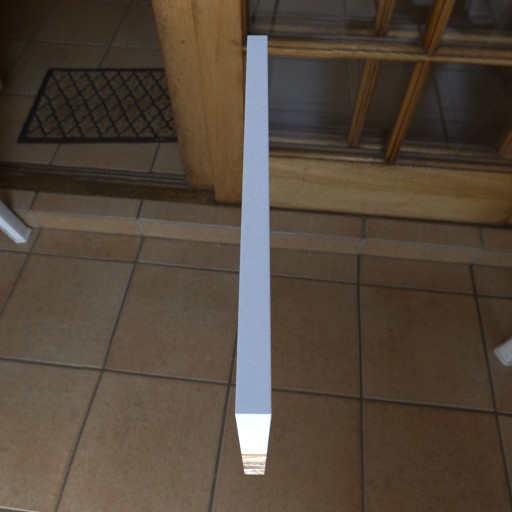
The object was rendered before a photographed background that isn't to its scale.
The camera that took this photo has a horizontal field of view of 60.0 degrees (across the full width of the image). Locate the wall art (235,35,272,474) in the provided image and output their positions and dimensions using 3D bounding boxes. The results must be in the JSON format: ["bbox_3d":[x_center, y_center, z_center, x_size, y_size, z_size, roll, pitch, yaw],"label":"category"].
[{"bbox_3d":[0.000,0.000,1.109,0.050,0.610,0.914,0,57,0],"label":"wall art"}]
